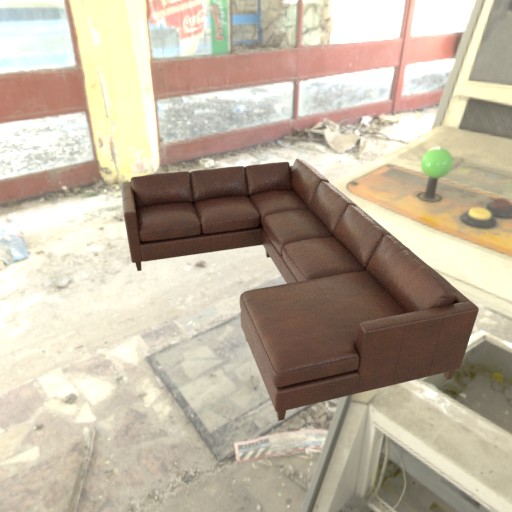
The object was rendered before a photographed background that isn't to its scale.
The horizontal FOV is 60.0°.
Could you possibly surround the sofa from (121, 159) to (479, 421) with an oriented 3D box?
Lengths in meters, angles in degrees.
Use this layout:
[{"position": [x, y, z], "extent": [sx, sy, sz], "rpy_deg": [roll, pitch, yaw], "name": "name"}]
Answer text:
[{"position": [0.000, 0.000, 4.455], "extent": [2.452, 0.891, 3.324], "rpy_deg": [-8, 32, -14], "name": "sofa"}]
